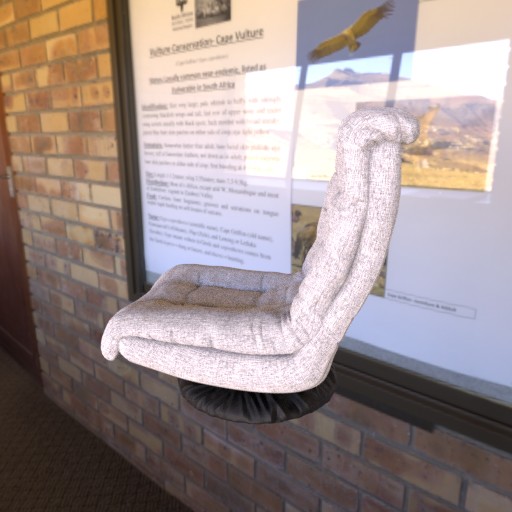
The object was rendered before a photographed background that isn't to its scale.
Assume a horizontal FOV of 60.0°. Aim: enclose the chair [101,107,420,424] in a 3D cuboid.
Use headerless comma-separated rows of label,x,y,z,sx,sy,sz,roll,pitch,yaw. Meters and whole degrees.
chair,0.000,0.000,0.962,0.583,0.600,0.400,2,15,8
